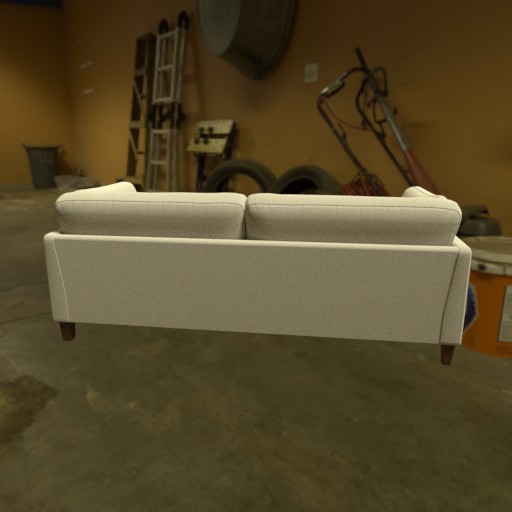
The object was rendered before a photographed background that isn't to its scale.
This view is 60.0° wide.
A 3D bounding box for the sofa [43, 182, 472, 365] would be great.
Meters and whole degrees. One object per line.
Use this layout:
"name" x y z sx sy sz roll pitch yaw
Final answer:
"sofa" 0.000 0.000 2.775 2.301 0.863 0.957 2 15 8
